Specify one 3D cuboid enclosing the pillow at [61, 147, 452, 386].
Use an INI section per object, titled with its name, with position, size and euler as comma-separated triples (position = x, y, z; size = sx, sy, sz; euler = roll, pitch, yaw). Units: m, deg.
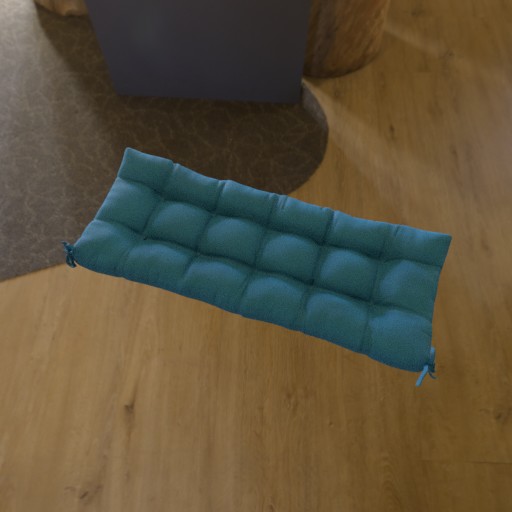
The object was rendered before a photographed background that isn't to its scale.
[pillow]
position = 0.000, 0.000, 1.387
size = 1.194, 0.174, 0.511
euler = 16, 65, 8
